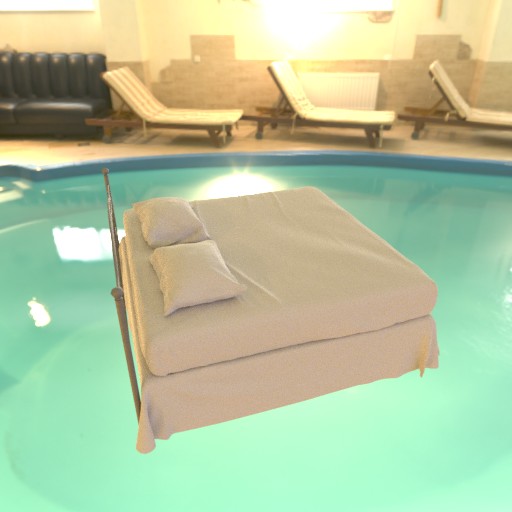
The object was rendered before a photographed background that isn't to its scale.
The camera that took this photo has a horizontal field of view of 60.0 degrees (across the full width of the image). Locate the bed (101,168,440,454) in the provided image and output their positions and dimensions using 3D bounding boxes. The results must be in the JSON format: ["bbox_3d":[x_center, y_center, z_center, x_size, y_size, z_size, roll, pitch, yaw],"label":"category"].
[{"bbox_3d":[0.000,0.000,3.578,2.220,1.080,2.309,-9,31,-16],"label":"bed"}]
